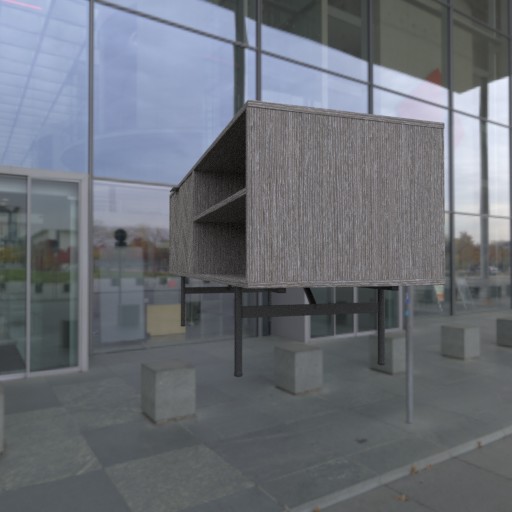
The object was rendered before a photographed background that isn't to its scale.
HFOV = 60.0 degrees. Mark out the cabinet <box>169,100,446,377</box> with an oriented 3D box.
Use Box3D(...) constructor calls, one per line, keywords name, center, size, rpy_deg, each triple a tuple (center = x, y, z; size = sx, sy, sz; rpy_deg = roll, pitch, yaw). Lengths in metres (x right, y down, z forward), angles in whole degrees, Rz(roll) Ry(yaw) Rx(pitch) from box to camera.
Box3D(name="cabinet", center=(0.000, 0.000, 1.564), size=(0.500, 0.599, 1.300), rpy_deg=(0, -1, -18))
